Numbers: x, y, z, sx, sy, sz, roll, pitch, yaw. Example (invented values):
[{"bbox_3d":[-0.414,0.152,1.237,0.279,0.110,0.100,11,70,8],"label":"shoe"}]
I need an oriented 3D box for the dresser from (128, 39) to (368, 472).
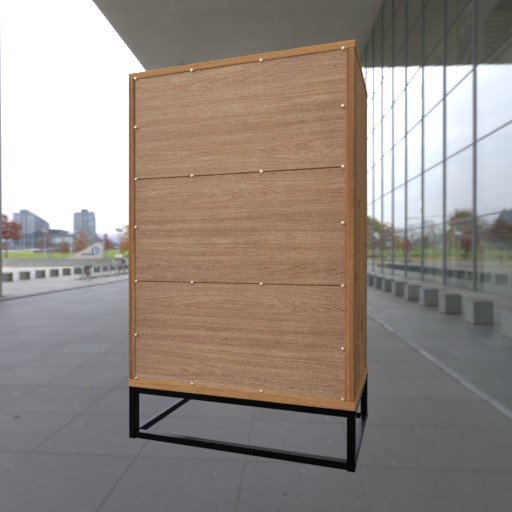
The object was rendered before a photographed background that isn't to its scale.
[{"bbox_3d":[0.000,0.000,1.611,0.761,1.240,0.479,0,0,19],"label":"dresser"}]
